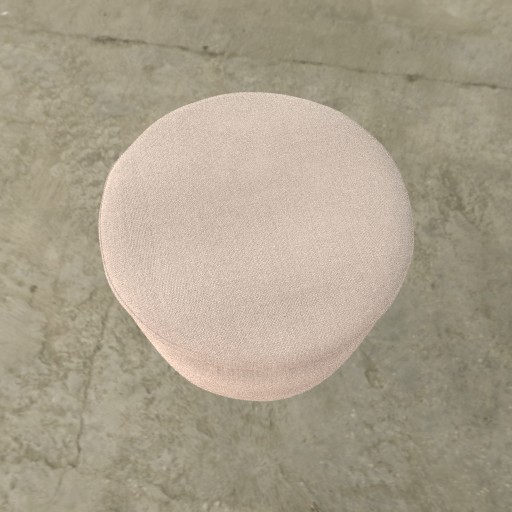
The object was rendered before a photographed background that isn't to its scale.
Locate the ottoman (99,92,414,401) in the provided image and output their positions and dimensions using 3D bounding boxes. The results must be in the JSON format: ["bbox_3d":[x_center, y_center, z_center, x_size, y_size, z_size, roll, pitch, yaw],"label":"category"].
[{"bbox_3d":[0.000,0.000,0.845,0.497,0.409,0.497,0,64,0],"label":"ottoman"}]
